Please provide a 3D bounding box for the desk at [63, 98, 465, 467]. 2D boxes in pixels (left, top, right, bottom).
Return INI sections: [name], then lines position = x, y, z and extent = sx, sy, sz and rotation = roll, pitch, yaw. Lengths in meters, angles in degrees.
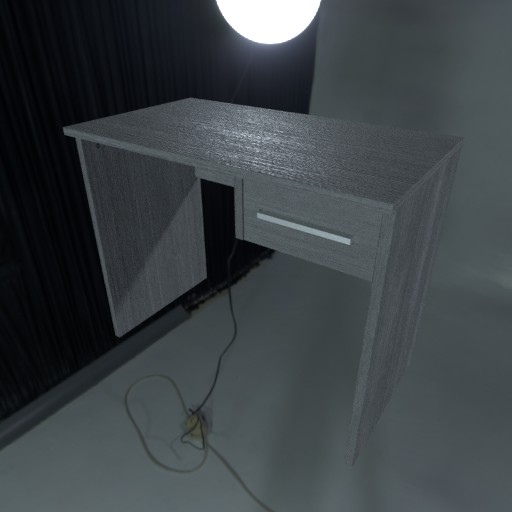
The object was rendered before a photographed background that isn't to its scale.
[desk]
position = 0.000, 0.000, 1.304
extent = 0.893, 0.724, 0.498
rotation = 19, 35, 30
